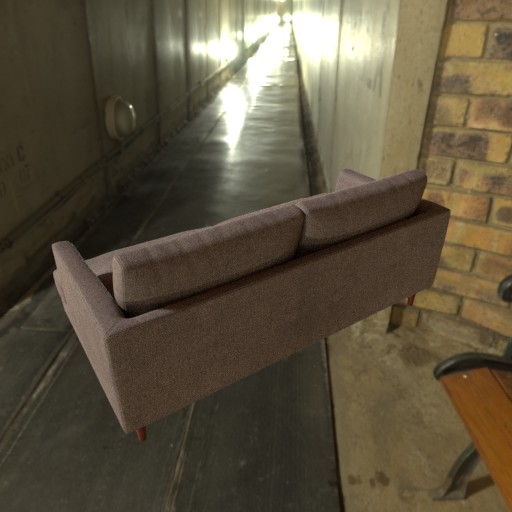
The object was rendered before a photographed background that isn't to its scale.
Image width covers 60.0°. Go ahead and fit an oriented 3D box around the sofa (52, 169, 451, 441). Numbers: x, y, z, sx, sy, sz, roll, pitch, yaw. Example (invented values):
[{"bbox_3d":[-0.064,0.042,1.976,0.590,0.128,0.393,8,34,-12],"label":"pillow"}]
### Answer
[{"bbox_3d":[0.000,0.000,2.451,1.948,0.868,1.020,-19,35,-29],"label":"sofa"}]
